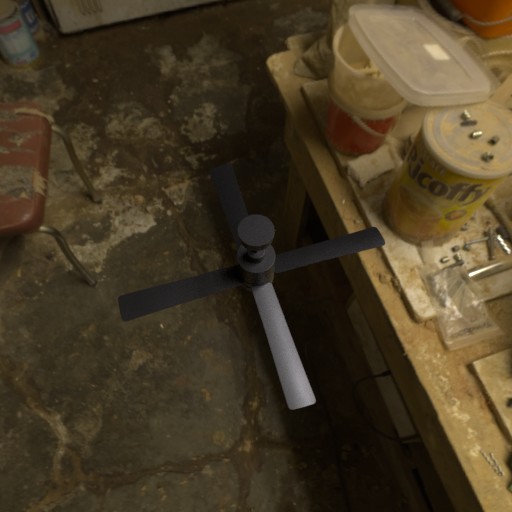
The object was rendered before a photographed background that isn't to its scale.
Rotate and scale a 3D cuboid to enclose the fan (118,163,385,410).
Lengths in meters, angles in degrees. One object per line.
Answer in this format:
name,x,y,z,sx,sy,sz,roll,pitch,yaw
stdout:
fan,0.000,0.000,2.311,1.525,0.534,1.525,-15,64,-8
